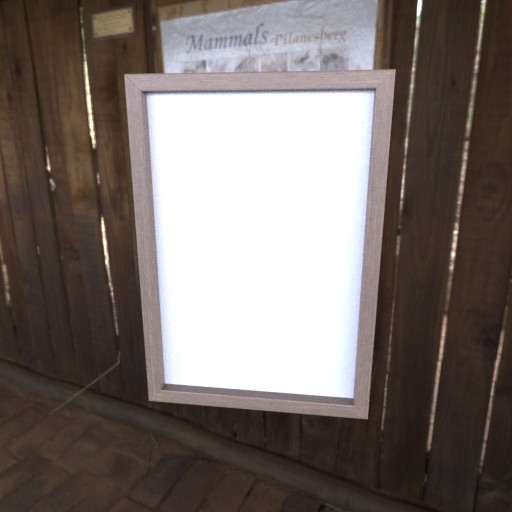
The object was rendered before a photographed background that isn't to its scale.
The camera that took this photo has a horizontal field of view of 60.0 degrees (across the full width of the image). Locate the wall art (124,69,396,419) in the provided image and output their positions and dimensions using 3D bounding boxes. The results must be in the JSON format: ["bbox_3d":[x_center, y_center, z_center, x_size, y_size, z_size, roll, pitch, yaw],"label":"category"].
[{"bbox_3d":[0.000,0.000,0.664,0.358,0.510,0.032,2,16,8],"label":"wall art"}]
